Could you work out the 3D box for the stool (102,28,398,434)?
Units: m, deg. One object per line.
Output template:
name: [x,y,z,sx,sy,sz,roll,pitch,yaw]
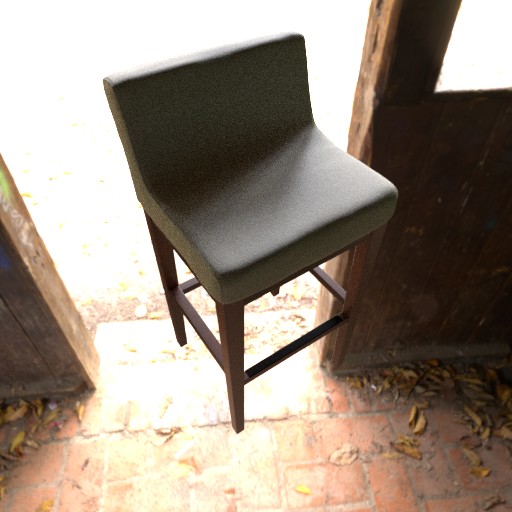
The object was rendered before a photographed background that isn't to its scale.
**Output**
stool: [0.000,0.000,1.281,0.511,1.037,0.500,-26,52,-23]
